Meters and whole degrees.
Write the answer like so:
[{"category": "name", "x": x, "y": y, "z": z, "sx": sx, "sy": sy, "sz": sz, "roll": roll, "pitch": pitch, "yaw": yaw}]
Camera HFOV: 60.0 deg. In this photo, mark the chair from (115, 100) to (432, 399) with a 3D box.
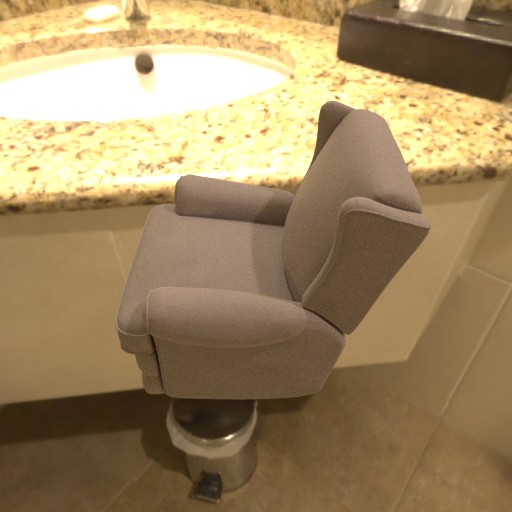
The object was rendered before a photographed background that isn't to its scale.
[{"category": "chair", "x": 0.000, "y": 0.000, "z": 1.728, "sx": 0.969, "sy": 1.011, "sz": 0.847, "roll": 1, "pitch": 43, "yaw": 1}]
